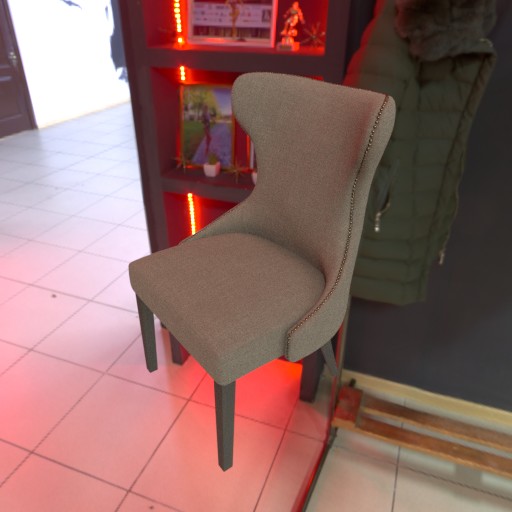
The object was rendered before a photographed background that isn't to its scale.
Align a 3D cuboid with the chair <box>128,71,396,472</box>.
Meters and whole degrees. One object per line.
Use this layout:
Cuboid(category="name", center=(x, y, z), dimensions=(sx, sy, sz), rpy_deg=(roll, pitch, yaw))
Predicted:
Cuboid(category="chair", center=(0.000, 0.000, 1.353), dimensions=(0.635, 0.967, 0.628), rpy_deg=(-20, 36, -31))
